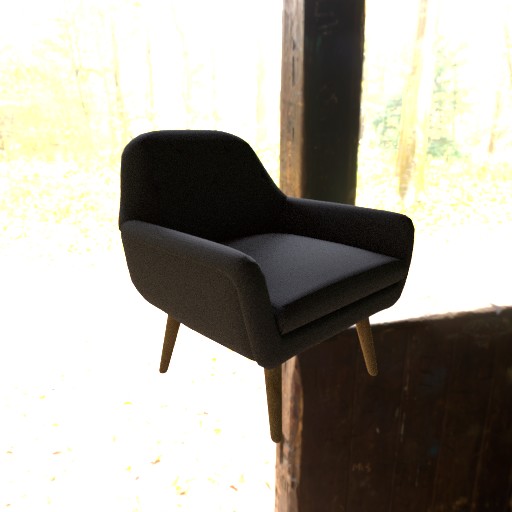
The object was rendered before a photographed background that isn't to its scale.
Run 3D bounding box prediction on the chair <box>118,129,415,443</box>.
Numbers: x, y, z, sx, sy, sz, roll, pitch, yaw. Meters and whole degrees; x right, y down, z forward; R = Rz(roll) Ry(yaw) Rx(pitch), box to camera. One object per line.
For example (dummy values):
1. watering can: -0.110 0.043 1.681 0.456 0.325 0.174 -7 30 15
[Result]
1. chair: 0.000 0.000 1.455 0.770 0.800 0.779 -15 22 -42
